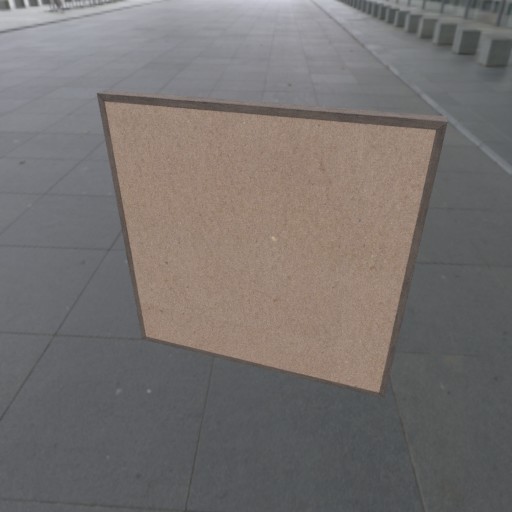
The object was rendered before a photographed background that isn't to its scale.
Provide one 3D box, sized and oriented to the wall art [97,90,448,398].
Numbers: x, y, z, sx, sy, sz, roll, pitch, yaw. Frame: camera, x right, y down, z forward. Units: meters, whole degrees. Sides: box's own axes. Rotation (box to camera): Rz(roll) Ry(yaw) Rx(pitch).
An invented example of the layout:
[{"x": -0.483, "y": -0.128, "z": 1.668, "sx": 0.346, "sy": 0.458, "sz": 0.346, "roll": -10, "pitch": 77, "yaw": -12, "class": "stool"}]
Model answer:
[{"x": 0.000, "y": 0.000, "z": 1.142, "sx": 0.762, "sy": 0.762, "sz": 0.038, "roll": 10, "pitch": 34, "yaw": 15, "class": "wall art"}]
